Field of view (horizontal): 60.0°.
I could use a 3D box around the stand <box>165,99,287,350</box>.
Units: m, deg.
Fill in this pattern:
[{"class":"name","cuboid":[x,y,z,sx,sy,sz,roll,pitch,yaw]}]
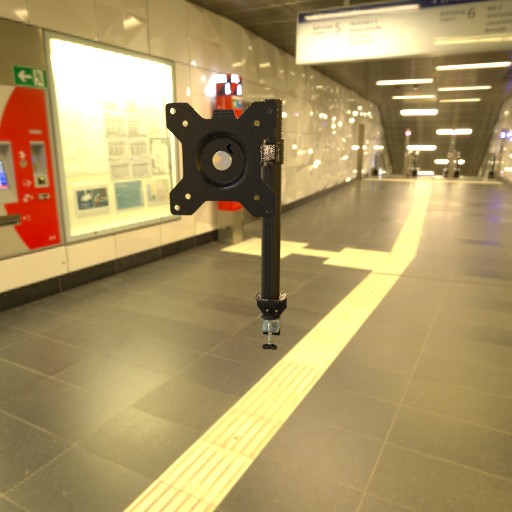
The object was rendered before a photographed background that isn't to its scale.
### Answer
[{"class":"stand","cuboid":[0.000,0.000,0.711,0.115,0.510,0.456,2,14,9]}]
